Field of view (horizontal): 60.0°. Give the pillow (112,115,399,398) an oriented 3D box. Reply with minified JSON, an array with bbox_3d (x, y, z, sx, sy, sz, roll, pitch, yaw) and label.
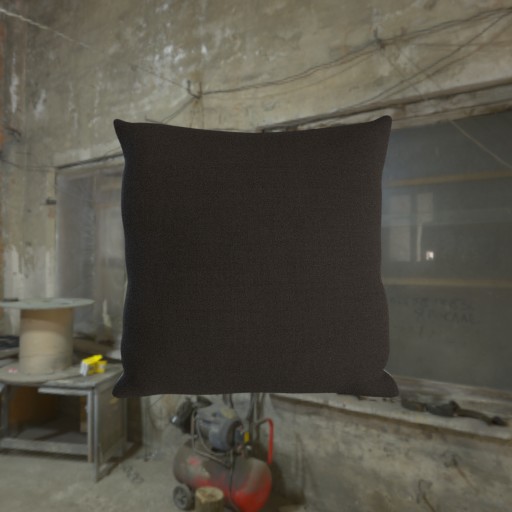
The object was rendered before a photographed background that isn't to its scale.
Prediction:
[{"bbox_3d":[0.000,0.000,0.784,0.503,0.496,0.208,0,-1,-1],"label":"pillow"}]
